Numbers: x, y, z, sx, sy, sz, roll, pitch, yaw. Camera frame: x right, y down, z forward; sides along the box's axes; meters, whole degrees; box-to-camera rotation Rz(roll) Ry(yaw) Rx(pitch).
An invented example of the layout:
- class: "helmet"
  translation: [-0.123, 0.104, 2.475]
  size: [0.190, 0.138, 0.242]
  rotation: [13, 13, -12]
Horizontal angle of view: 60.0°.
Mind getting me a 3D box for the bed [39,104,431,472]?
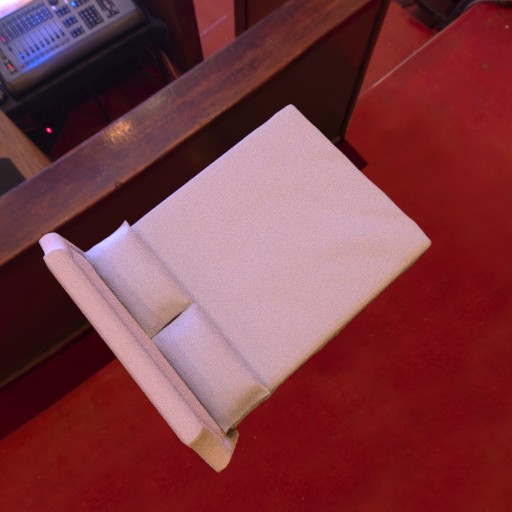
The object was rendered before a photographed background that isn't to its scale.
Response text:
- class: "bed"
  translation: [0.000, 0.000, 3.264]
  size: [2.164, 1.297, 1.828]
  rotation: [-40, 78, -10]
